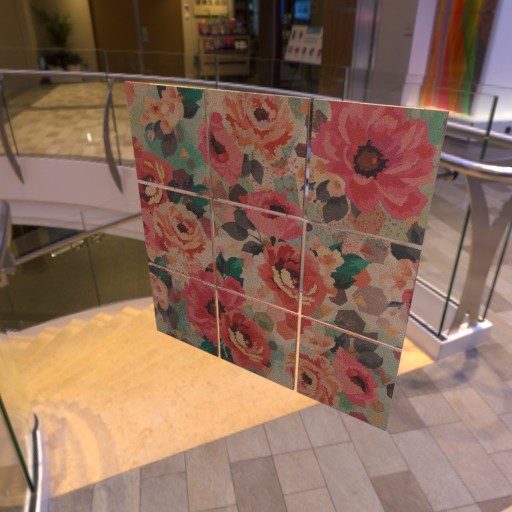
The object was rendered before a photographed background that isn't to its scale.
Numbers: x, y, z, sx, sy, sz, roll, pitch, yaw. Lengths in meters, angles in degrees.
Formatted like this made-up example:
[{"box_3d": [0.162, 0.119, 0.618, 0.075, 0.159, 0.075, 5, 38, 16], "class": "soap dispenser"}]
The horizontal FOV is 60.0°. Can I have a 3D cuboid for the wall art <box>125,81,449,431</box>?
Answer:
[{"box_3d": [0.000, 0.000, 1.754, 1.216, 1.220, 0.013, 16, 32, 28], "class": "wall art"}]
